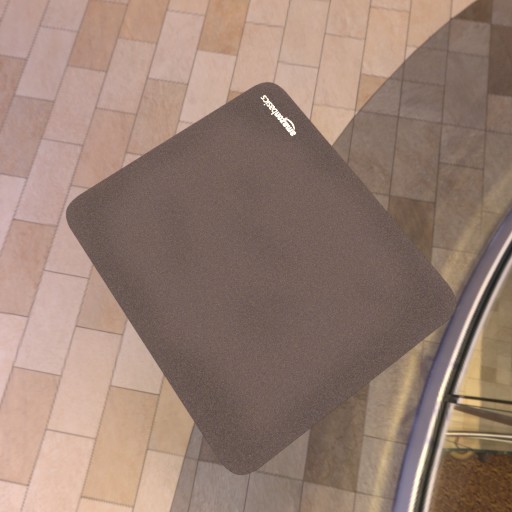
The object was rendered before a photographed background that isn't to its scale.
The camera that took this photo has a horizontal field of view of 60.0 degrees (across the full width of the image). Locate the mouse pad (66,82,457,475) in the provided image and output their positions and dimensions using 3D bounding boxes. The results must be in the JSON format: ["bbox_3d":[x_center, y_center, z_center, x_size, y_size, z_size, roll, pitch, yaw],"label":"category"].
[{"bbox_3d":[0.000,0.000,0.436,0.269,0.002,0.315,-35,78,-9],"label":"mouse pad"}]
